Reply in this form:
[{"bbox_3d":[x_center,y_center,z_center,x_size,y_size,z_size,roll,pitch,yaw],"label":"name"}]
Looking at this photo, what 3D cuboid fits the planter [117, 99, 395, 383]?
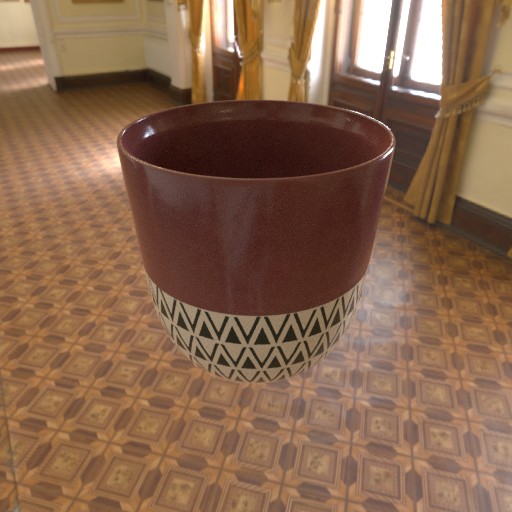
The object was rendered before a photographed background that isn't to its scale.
[{"bbox_3d":[0.000,0.000,0.375,0.195,0.214,0.195,0,32,0],"label":"planter"}]
